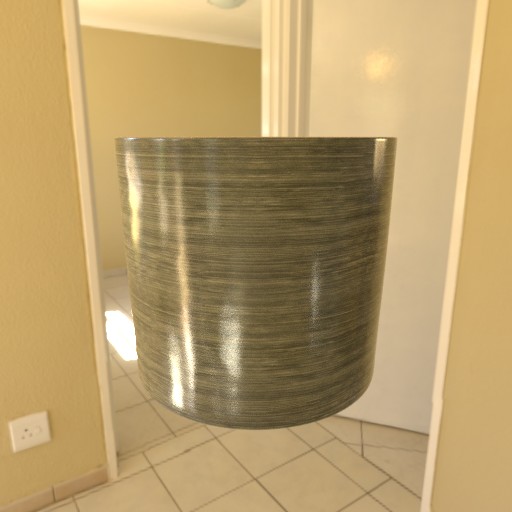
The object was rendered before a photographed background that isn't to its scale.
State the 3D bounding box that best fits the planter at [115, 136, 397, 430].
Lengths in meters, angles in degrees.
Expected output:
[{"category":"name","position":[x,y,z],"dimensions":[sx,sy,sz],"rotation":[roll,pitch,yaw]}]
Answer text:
[{"category":"planter","position":[0.000,0.000,0.389],"dimensions":[0.221,0.201,0.221],"rotation":[0,15,0]}]
